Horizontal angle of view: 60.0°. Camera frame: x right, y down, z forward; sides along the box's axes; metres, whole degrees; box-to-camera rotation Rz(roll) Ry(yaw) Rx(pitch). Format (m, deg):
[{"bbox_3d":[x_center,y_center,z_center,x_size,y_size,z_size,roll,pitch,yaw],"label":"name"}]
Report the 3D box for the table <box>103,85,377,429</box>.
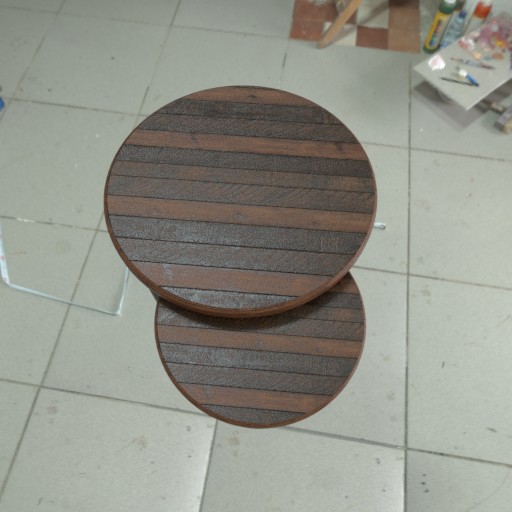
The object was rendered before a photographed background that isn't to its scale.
[{"bbox_3d":[0.000,0.000,1.586,0.870,0.516,1.152,-18,65,-9],"label":"table"}]
